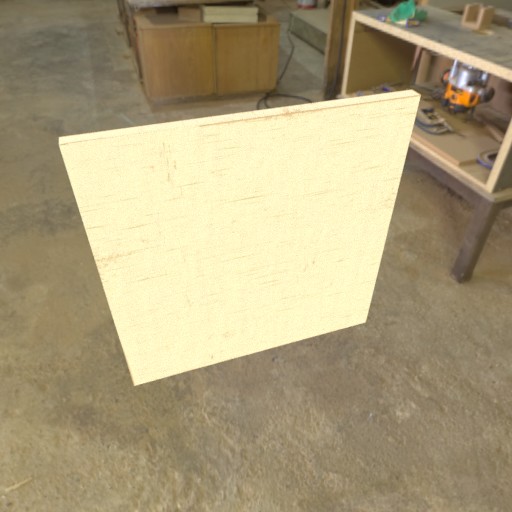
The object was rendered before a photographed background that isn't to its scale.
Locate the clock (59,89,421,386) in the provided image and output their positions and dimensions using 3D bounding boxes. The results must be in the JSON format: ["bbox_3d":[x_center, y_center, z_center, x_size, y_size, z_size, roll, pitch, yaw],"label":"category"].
[{"bbox_3d":[0.000,0.000,1.065,0.705,0.705,0.032,-12,42,-14],"label":"clock"}]
